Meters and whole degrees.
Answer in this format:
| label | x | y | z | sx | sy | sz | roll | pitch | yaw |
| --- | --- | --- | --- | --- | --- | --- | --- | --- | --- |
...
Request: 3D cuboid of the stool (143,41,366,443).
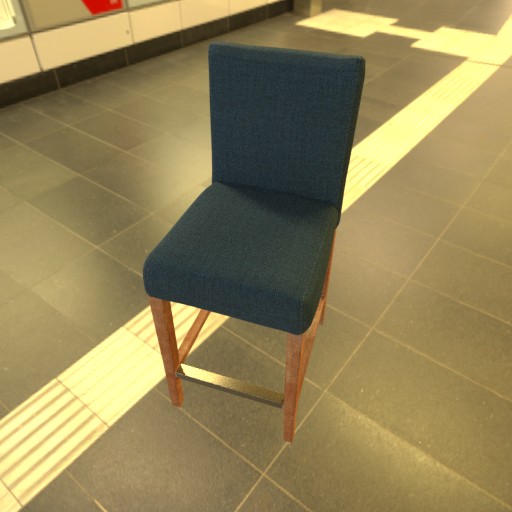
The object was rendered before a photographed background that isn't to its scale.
| label | x | y | z | sx | sy | sz | roll | pitch | yaw |
| --- | --- | --- | --- | --- | --- | --- | --- | --- | --- |
| stool | 0.000 | 0.000 | 1.328 | 0.454 | 1.039 | 0.567 | 12 | 42 | 14 |
